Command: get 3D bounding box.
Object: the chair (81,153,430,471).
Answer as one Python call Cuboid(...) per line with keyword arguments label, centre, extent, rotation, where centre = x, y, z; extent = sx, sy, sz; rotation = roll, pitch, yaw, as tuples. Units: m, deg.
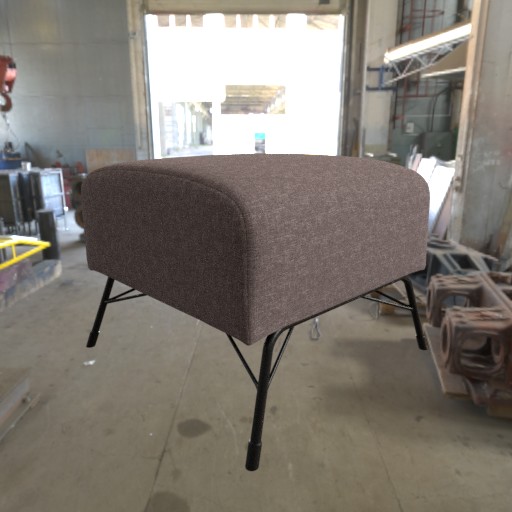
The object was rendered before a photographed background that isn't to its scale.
Cuboid(label="chair", centre=(0.000, 0.000, 0.910), extent=(0.530, 0.410, 0.530), rotation=(-14, 20, -42))
